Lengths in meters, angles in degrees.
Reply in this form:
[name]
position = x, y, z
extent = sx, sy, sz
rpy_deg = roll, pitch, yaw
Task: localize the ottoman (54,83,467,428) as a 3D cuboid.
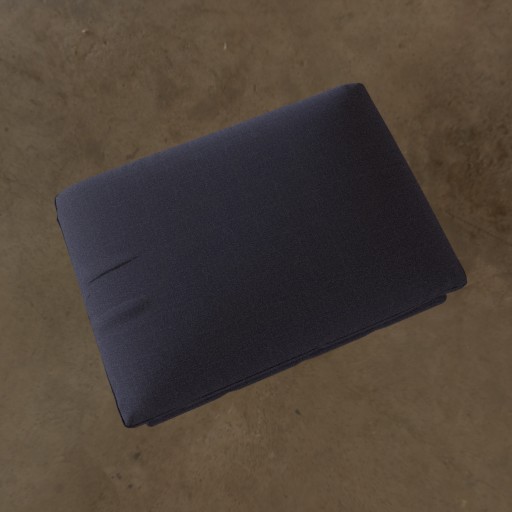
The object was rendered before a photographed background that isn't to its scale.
[ottoman]
position = 0.000, 0.000, 1.096
extent = 0.767, 0.486, 0.558
rpy_deg = -22, 77, -5
